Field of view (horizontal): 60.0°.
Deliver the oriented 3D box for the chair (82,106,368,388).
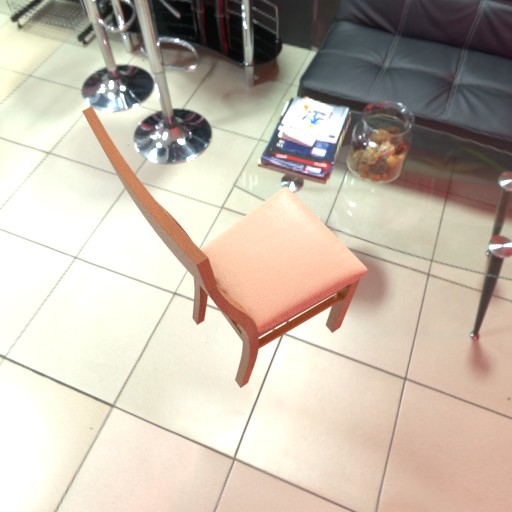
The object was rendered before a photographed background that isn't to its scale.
[{"bbox_3d":[0.000,0.000,1.338,0.580,1.050,0.450,-31,63,-18],"label":"chair"}]
